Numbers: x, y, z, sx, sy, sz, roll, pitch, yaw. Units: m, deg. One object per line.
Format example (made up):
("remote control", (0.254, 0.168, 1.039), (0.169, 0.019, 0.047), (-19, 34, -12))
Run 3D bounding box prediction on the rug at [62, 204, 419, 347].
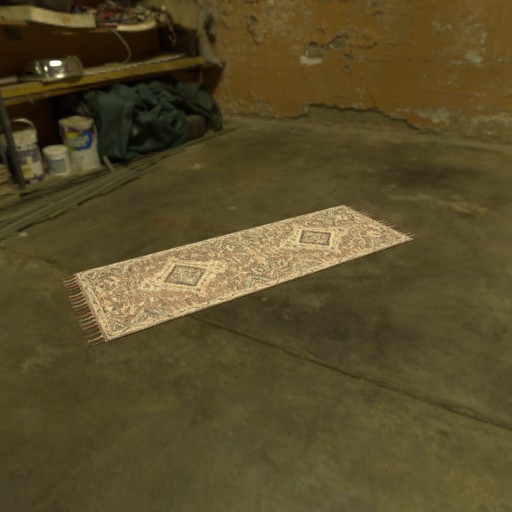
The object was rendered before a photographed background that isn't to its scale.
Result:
("rug", (0.000, 0.000, 2.882), (2.378, 0.018, 1.324), (-7, 30, -13))
